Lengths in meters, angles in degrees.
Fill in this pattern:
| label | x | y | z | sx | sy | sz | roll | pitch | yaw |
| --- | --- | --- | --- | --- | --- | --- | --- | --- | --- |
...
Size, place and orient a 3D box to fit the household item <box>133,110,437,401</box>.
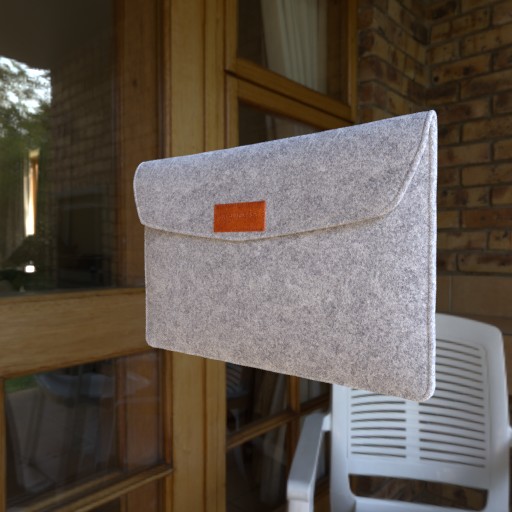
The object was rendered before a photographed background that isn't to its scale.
| label | x | y | z | sx | sy | sz | roll | pitch | yaw |
| --- | --- | --- | --- | --- | --- | --- | --- | --- | --- |
| household item | 0.000 | 0.000 | 0.433 | 0.335 | 0.221 | 0.057 | 1 | 1 | 37 |
